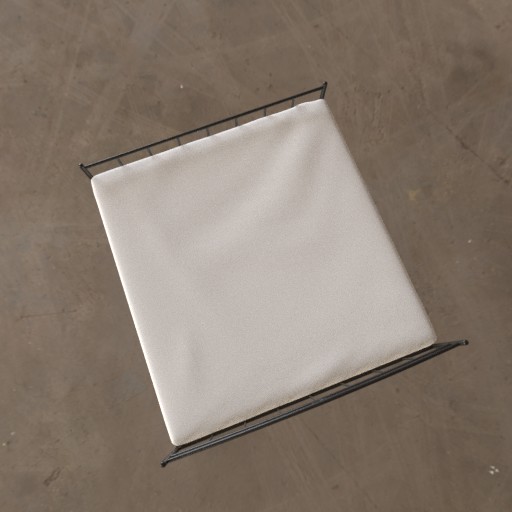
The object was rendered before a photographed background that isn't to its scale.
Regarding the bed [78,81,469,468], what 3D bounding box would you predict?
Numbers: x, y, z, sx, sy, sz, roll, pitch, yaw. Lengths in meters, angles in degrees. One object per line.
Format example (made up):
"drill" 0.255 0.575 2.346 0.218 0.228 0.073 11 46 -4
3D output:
"bed" 0.000 0.000 3.084 1.880 0.940 2.040 -20 77 -5
